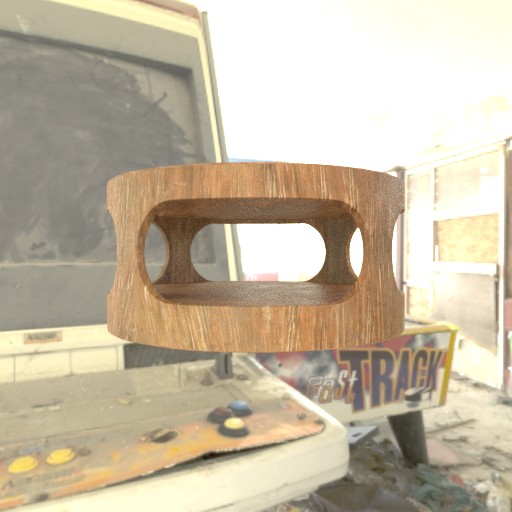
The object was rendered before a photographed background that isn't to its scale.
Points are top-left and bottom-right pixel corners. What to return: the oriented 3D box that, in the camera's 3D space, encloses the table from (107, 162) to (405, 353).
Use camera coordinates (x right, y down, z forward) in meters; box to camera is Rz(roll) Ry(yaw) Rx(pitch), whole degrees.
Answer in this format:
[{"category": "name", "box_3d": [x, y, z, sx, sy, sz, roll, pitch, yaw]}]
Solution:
[{"category": "table", "box_3d": [0.000, 0.000, 1.530, 0.974, 0.450, 0.974, 0, 0, 0]}]
